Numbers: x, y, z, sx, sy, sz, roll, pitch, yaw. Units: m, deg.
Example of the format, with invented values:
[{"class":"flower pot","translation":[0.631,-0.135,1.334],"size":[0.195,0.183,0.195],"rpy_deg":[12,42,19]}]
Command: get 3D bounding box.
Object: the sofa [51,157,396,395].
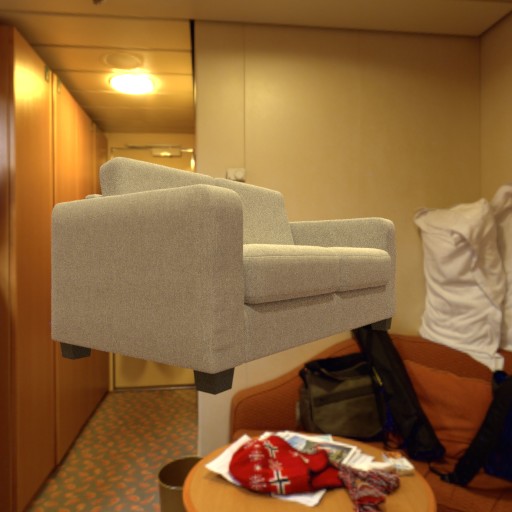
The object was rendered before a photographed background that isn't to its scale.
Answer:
[{"class":"sofa","translation":[0.000,0.000,2.081],"size":[0.900,0.800,1.540],"rpy_deg":[0,0,36]}]
